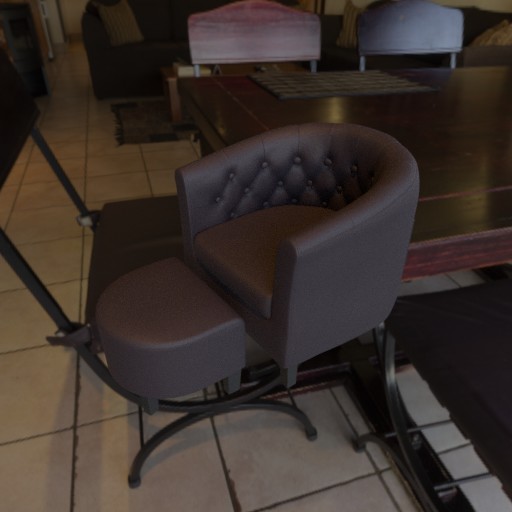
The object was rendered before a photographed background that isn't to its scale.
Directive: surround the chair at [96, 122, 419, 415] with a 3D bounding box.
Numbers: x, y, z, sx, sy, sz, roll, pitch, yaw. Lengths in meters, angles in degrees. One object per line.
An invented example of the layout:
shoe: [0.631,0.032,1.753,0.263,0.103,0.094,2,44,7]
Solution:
chair: [0.000,0.000,1.639,1.191,0.760,0.763,-21,38,-30]
